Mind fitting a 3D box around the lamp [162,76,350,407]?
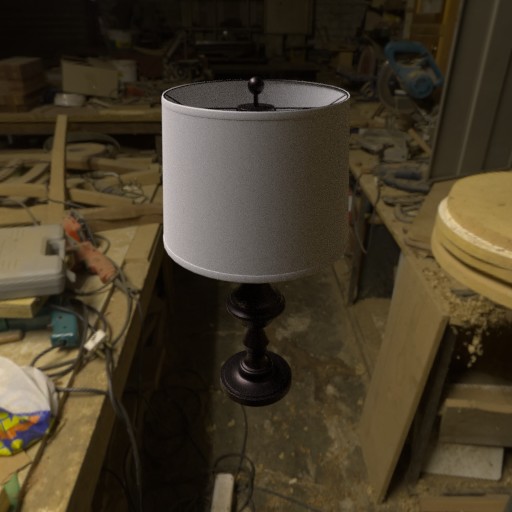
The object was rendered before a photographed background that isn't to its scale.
[{"bbox_3d":[0.000,0.000,0.960,0.383,0.726,0.383,0,29,0],"label":"lamp"}]
